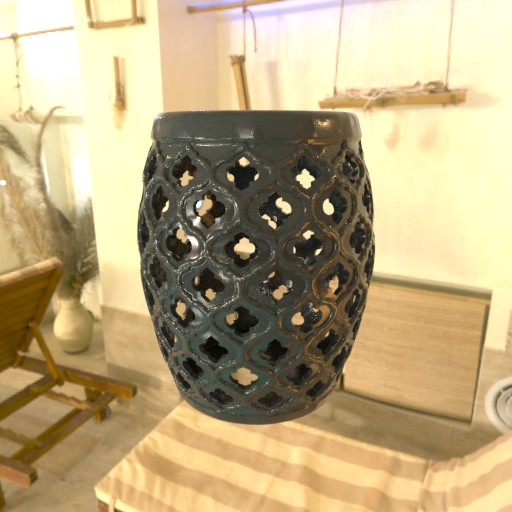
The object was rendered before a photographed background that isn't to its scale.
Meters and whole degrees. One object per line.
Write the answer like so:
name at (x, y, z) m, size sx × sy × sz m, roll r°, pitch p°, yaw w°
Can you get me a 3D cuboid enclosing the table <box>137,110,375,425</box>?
table at (0.000, 0.000, 0.632) m, size 0.325 × 0.388 × 0.325 m, roll 0°, pitch 16°, yaw 0°
